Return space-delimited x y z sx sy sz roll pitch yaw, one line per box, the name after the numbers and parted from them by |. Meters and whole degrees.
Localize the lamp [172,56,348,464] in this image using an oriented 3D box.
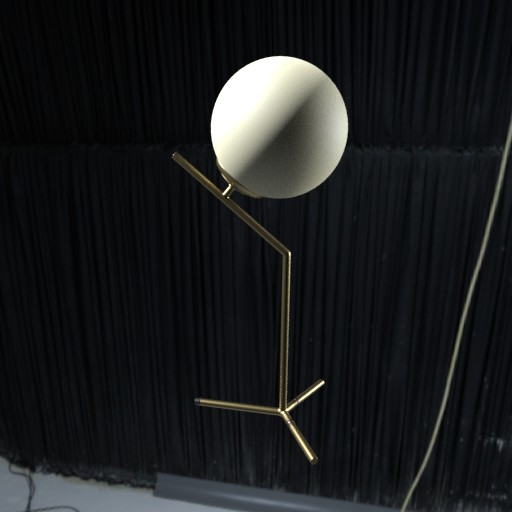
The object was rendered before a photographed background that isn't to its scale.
0.000 0.000 0.671 0.251 0.552 0.210 3 17 11 | lamp
